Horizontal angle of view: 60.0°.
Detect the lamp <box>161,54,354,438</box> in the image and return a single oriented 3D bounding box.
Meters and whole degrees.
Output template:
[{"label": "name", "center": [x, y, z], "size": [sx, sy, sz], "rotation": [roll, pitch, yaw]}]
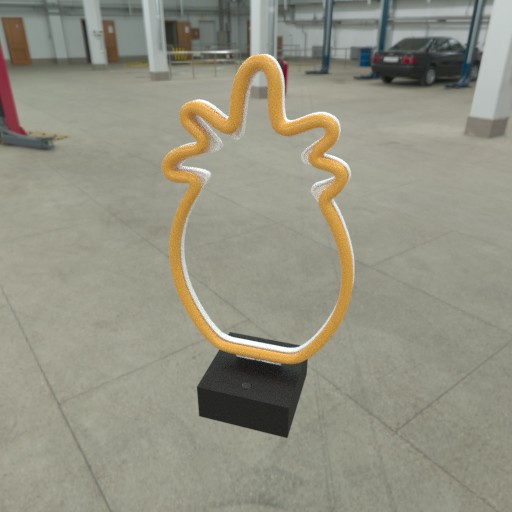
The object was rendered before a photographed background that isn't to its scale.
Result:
[{"label": "lamp", "center": [0.000, 0.000, 0.382], "size": [0.167, 0.317, 0.088], "rotation": [8, 28, 15]}]
